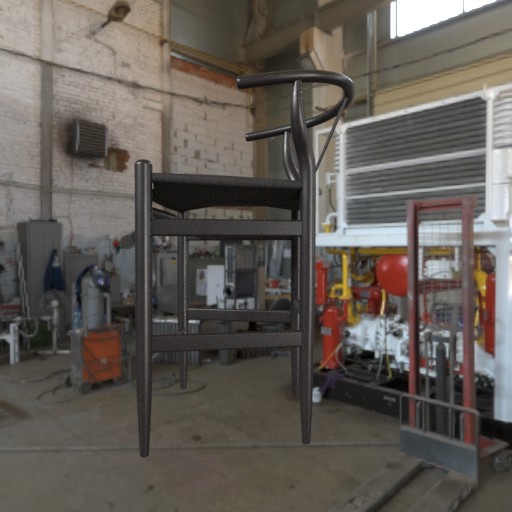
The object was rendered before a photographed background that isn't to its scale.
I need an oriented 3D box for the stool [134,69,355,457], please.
[{"bbox_3d":[0.000,0.000,1.336,0.579,0.970,0.569,0,1,1],"label":"stool"}]
